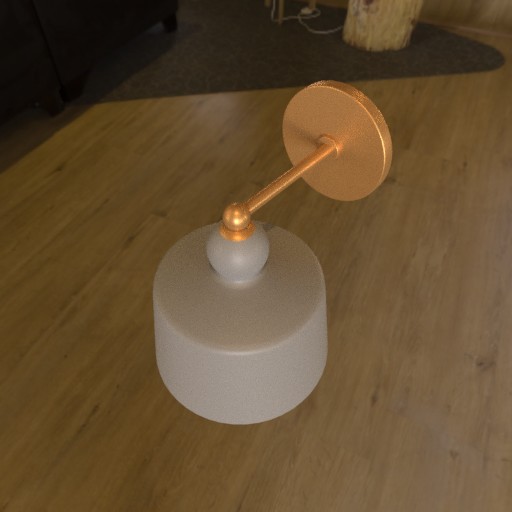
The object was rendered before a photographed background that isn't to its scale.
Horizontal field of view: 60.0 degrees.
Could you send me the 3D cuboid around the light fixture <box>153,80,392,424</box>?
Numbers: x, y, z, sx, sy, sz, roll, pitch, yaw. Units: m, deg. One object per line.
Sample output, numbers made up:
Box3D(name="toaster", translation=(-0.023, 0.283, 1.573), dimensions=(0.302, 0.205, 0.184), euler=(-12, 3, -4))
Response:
Box3D(name="light fixture", translation=(0.000, 0.000, 0.447), dimensions=(0.204, 0.268, 0.254), euler=(33, 56, 26))
